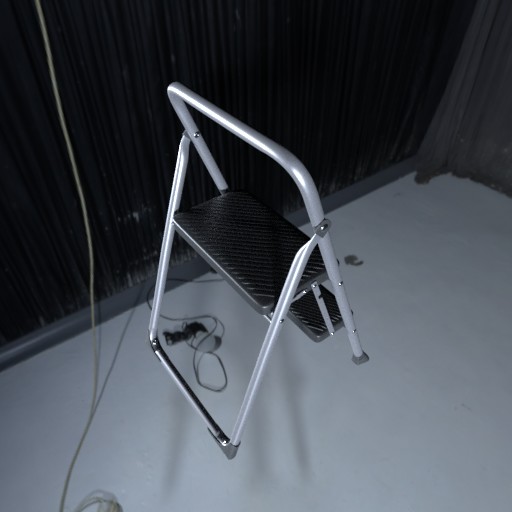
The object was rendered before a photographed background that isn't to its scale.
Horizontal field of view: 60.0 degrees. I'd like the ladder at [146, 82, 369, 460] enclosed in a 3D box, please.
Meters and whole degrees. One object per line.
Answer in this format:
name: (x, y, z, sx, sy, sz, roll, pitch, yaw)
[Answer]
ladder: (0.000, 0.000, 0.998, 0.472, 0.720, 0.430, -27, 49, -26)
